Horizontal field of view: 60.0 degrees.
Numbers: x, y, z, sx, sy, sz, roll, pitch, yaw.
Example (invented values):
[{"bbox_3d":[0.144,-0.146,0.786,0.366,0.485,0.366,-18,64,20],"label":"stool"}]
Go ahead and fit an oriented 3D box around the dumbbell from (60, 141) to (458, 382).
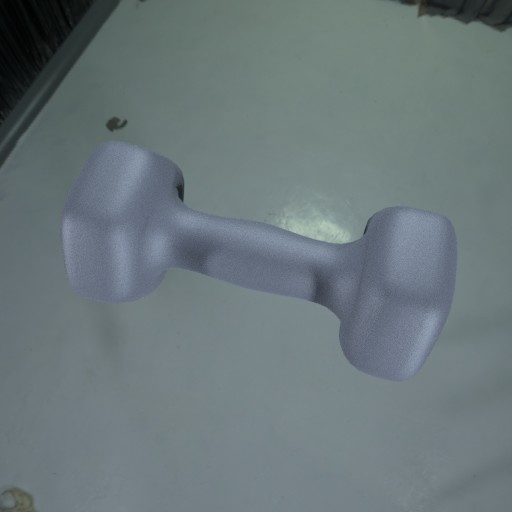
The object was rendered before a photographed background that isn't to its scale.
[{"bbox_3d":[0.000,0.000,0.295,0.240,0.105,0.116,15,64,7],"label":"dumbbell"}]
